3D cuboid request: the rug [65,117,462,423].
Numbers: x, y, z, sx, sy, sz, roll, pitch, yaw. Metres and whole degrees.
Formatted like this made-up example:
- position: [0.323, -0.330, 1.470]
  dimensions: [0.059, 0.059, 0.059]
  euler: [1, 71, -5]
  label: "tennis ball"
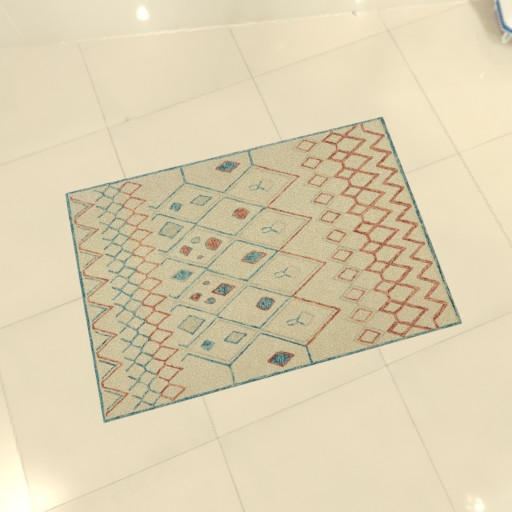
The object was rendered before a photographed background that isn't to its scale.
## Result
- position: [0.000, 0.000, 2.326]
  dimensions: [1.829, 0.016, 1.219]
  euler: [-15, 76, -4]
  label: "rug"
